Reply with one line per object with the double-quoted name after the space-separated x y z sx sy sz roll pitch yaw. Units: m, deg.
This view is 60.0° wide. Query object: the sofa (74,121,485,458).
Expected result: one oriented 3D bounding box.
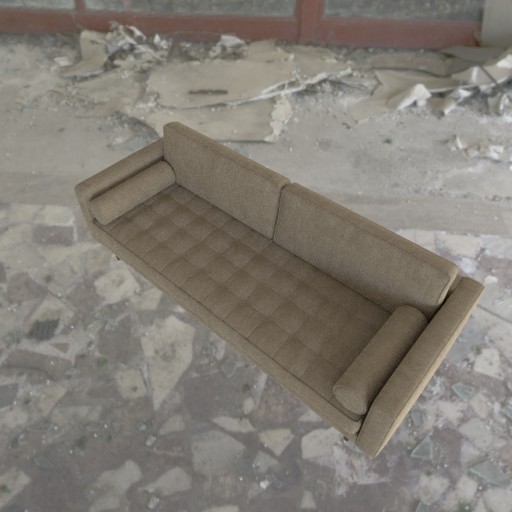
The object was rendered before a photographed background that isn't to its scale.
0.000 0.000 2.538 2.200 0.770 0.919 33 55 27 "sofa"
